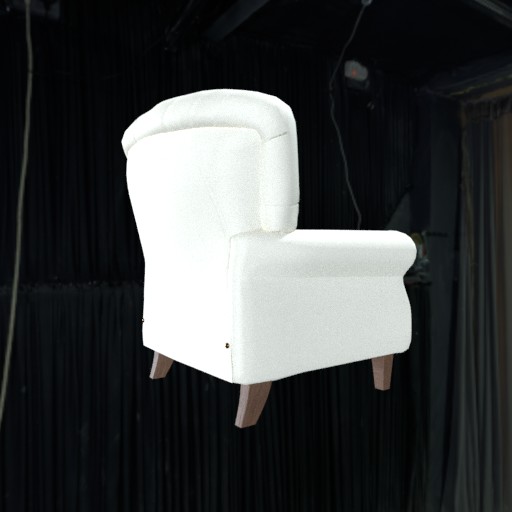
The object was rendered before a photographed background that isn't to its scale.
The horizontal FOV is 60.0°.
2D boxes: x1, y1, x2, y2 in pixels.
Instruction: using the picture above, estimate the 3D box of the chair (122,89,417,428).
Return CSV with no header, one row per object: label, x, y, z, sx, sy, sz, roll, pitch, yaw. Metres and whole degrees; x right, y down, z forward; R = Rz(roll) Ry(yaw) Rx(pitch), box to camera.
chair,0.000,0.000,2.014,1.132,1.169,1.035,0,-1,-36
